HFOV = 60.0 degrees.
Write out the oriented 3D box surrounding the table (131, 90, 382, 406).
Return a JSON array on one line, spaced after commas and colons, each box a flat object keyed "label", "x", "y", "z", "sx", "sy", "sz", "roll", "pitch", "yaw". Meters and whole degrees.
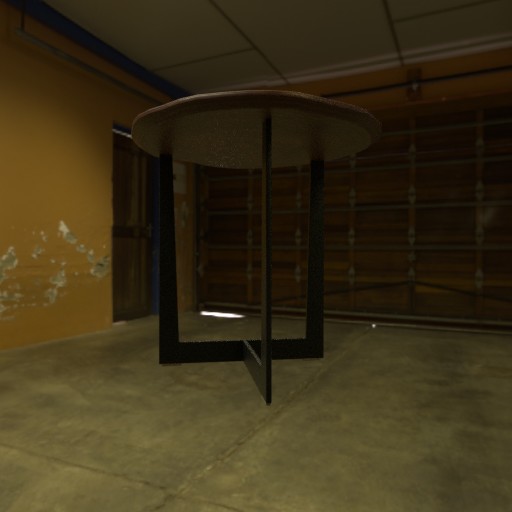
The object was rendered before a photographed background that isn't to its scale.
[{"label": "table", "x": 0.000, "y": 0.000, "z": 0.883, "sx": 0.477, "sy": 0.476, "sz": 0.494, "roll": 0, "pitch": 0, "yaw": -20}]
